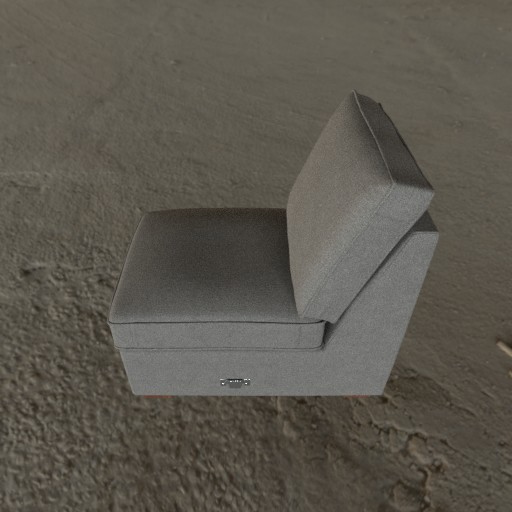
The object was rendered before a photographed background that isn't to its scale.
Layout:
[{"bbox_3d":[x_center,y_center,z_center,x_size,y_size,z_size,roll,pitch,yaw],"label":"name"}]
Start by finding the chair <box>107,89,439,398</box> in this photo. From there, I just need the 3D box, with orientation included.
[{"bbox_3d":[0.000,0.000,1.560,0.938,0.970,0.621,0,41,0],"label":"chair"}]
